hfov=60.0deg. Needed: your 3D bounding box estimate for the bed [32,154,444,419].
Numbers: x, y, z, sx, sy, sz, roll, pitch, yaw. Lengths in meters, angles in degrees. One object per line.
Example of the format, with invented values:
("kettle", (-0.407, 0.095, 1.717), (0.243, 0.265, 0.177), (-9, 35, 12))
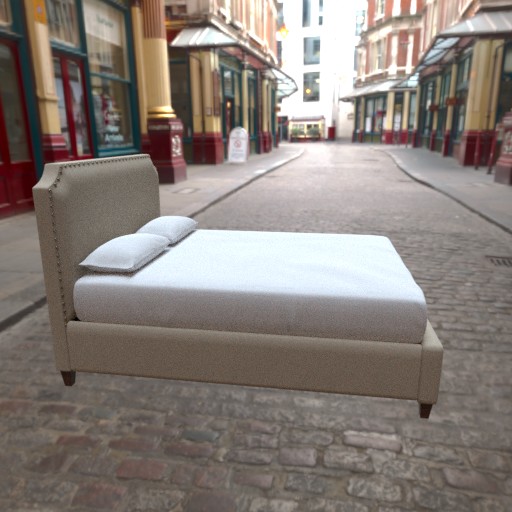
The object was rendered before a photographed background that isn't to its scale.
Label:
("bed", (0.000, 0.000, 3.308), (2.329, 1.415, 1.703), (2, 15, 9))
